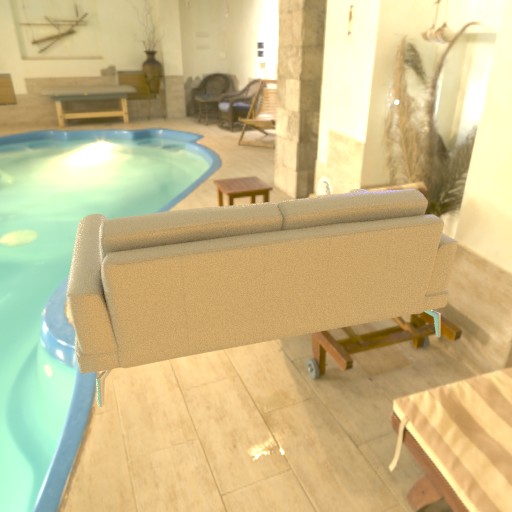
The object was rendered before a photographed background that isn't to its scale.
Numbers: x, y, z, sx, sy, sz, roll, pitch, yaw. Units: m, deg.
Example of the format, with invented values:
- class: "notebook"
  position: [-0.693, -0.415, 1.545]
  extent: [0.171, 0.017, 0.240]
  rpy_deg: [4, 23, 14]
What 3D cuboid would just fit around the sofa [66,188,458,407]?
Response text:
- class: "sofa"
  position: [0.000, 0.000, 2.782]
  extent: [2.177, 0.930, 1.121]
  rpy_deg: [-7, 27, -15]
